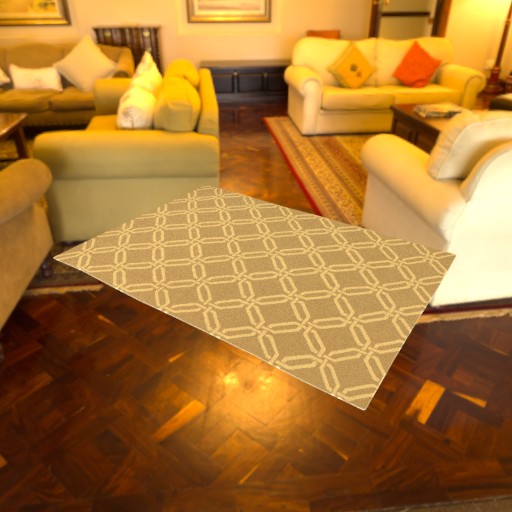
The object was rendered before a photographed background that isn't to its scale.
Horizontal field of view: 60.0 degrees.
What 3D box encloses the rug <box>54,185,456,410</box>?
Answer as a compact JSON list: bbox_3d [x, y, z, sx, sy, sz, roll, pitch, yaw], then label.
[{"bbox_3d":[0.000,0.000,2.861,2.135,0.013,1.524,20,36,29],"label":"rug"}]
